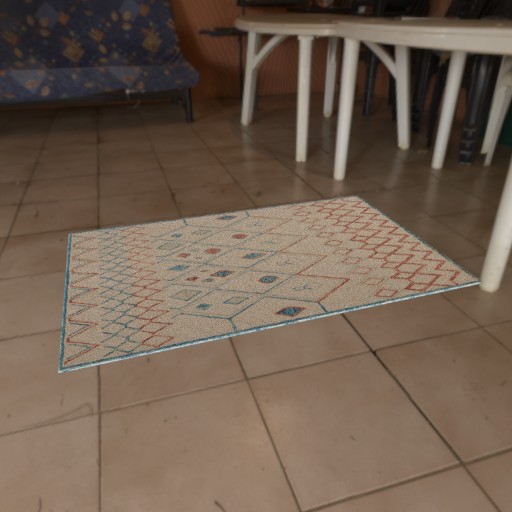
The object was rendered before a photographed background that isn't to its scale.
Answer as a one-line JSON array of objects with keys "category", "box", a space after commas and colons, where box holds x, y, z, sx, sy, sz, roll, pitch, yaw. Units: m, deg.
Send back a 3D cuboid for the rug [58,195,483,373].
[{"category": "rug", "box": [0.000, 0.000, 3.019, 2.438, 0.015, 1.524, -9, 31, -16]}]
